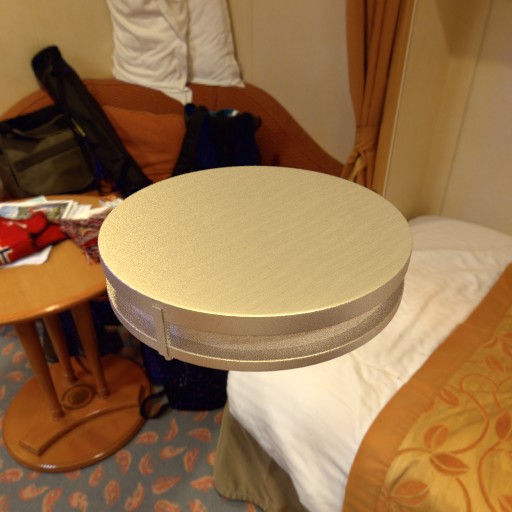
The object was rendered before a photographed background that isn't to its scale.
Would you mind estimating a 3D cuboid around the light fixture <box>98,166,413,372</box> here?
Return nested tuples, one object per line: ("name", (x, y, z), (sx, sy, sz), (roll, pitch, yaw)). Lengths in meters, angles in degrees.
("light fixture", (0.000, 0.000, 0.546), (0.356, 0.102, 0.356), (0, 32, 0))
